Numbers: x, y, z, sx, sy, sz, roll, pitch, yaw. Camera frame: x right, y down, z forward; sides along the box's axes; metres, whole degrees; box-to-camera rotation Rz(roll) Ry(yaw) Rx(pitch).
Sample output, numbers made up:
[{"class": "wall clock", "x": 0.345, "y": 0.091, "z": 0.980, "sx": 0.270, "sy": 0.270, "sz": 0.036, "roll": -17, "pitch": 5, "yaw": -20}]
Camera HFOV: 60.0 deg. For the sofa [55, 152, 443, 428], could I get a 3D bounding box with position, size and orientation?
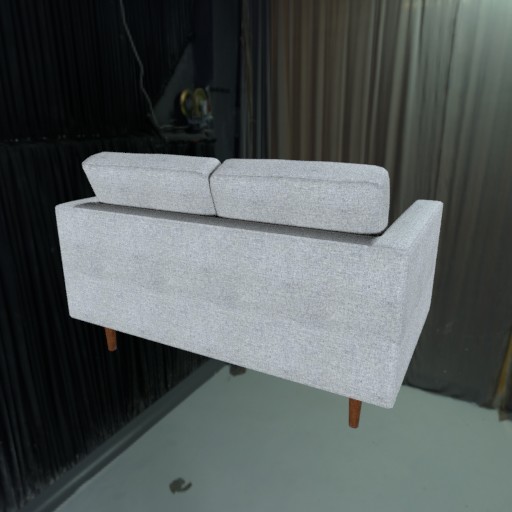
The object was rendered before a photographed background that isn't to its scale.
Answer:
[{"class": "sofa", "x": 0.000, "y": 0.000, "z": 2.120, "sx": 1.527, "sy": 0.973, "sz": 0.969, "roll": 9, "pitch": 20, "yaw": 26}]
